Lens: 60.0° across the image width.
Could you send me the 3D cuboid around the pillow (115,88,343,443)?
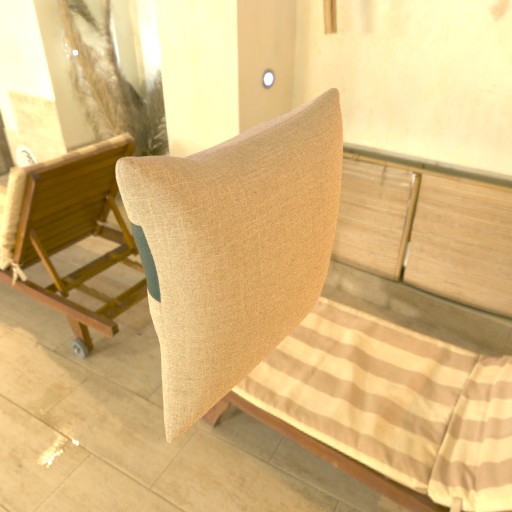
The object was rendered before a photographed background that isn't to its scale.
[{"bbox_3d":[0.000,0.000,0.634,0.173,0.399,0.414,20,37,30],"label":"pillow"}]
